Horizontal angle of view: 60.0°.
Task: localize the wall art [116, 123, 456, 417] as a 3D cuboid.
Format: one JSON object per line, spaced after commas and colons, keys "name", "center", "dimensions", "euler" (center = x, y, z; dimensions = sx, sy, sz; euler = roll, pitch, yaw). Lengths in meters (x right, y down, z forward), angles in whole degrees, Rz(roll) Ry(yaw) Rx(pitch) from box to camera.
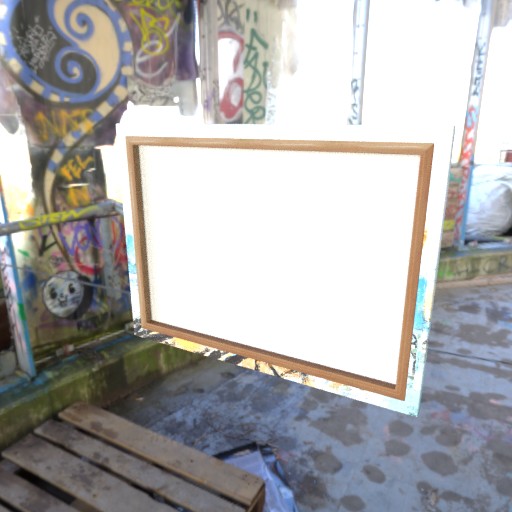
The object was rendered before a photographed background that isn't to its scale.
{"name": "wall art", "center": [0.000, 0.000, 1.336], "dimensions": [1.016, 0.762, 0.038], "euler": [9, 19, 27]}
